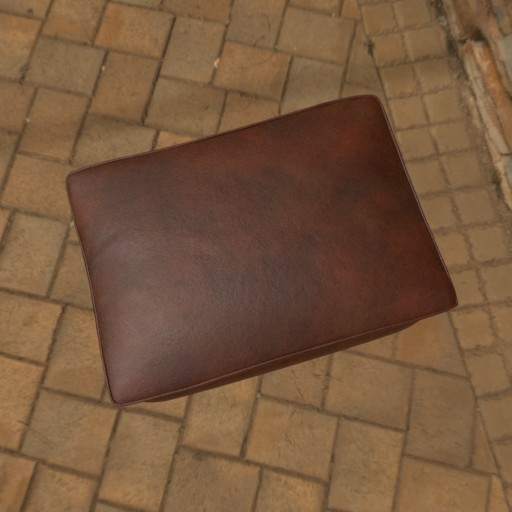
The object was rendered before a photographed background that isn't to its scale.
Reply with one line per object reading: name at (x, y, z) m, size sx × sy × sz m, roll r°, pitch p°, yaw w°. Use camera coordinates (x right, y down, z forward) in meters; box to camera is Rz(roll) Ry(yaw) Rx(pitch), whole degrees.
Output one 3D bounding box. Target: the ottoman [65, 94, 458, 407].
ottoman at (0.000, 0.000, 0.991) m, size 0.665 × 0.432 × 0.501 m, roll -16°, pitch 77°, yaw -4°
